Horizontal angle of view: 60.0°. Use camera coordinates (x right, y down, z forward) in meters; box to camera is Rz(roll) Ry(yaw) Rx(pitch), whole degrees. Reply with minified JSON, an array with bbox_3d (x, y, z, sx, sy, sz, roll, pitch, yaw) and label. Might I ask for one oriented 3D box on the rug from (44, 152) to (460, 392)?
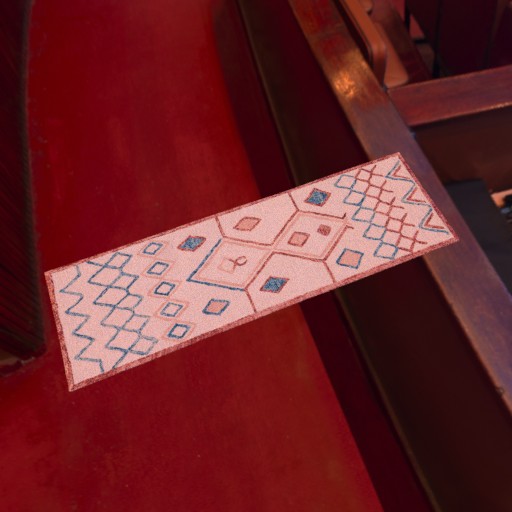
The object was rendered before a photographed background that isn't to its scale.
[{"bbox_3d":[0.000,0.000,2.705,2.435,0.011,0.750,-20,65,-10],"label":"rug"}]
